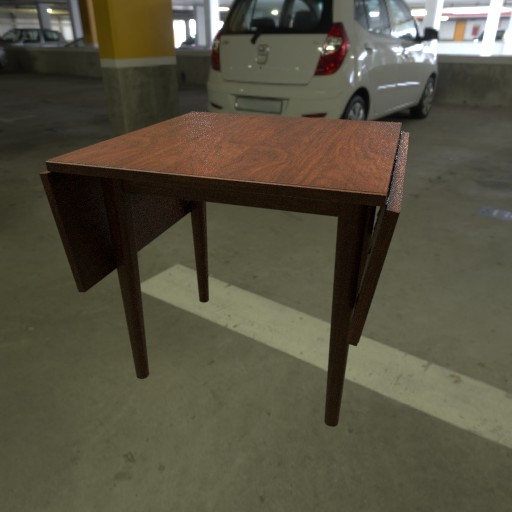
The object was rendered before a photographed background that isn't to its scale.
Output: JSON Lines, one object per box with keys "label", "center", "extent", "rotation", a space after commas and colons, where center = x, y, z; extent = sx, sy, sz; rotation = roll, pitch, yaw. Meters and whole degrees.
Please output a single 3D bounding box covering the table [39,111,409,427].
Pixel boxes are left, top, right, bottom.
{"label": "table", "center": [0.000, 0.000, 1.454], "extent": [0.843, 0.763, 0.812], "rotation": [8, 28, 16]}
